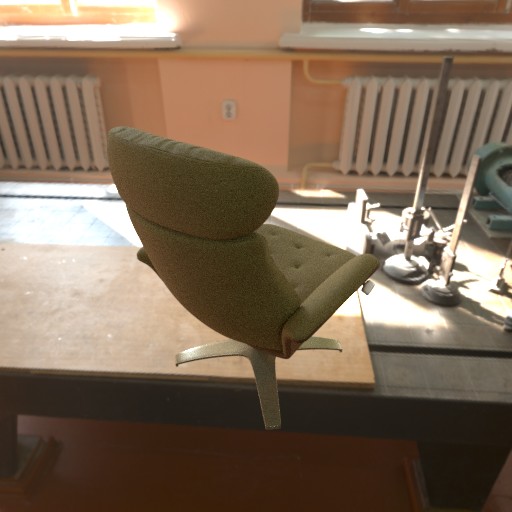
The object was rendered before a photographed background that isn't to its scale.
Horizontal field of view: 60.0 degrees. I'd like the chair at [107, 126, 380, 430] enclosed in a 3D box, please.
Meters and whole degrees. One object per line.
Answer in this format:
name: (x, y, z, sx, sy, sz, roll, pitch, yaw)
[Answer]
chair: (0.000, 0.000, 1.557, 0.785, 0.995, 0.837, 23, 38, 32)
